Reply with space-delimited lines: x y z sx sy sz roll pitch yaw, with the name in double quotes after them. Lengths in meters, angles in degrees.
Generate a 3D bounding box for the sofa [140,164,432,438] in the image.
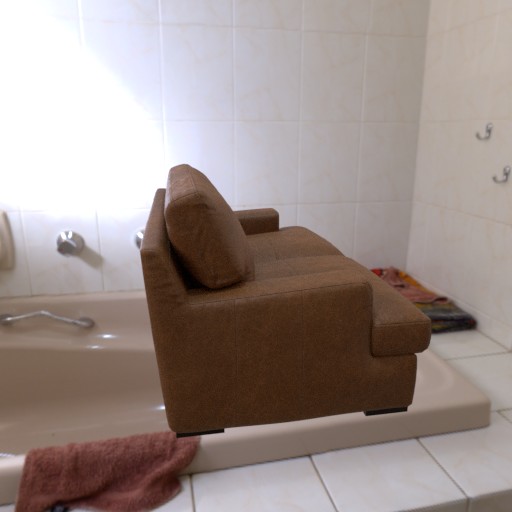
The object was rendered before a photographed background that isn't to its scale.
0.000 0.000 2.526 1.144 0.966 1.880 -3 16 -10 "sofa"
